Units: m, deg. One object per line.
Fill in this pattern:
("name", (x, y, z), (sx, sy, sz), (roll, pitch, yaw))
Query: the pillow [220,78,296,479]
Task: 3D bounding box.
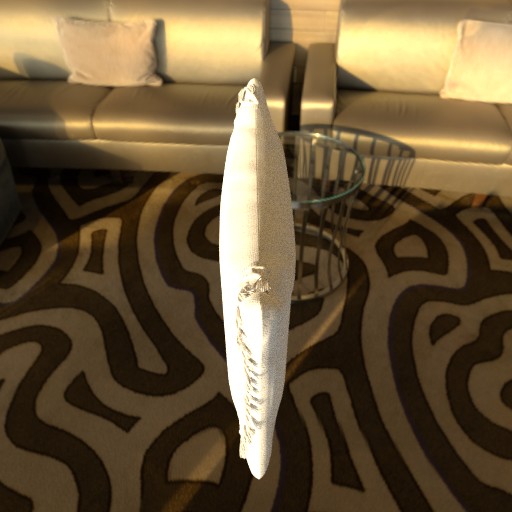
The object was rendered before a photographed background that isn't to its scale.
("pillow", (0.000, 0.000, 0.588), (0.084, 0.305, 0.466), (0, 42, 0))
